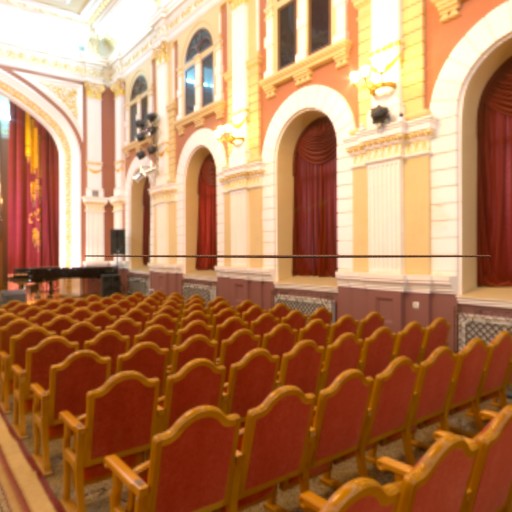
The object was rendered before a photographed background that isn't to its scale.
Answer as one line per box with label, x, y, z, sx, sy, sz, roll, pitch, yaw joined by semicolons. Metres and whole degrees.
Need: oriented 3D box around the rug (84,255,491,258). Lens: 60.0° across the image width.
rug;0.000;0.000;2.887;1.524;0.011;2.286;0;0;-37
